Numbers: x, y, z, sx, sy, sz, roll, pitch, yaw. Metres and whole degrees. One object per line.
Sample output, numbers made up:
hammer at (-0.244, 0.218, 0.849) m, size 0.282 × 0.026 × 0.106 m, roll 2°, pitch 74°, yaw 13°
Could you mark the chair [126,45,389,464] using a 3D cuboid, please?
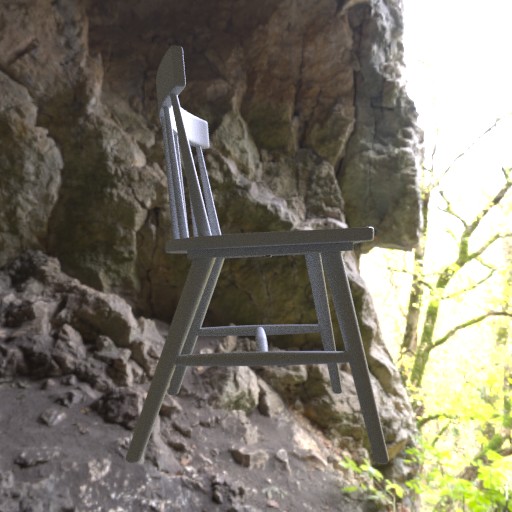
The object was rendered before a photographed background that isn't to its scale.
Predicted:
chair at (0.000, 0.000, 1.061) m, size 0.500 × 0.787 × 0.483 m, roll 0°, pitch -1°, yaw 0°
